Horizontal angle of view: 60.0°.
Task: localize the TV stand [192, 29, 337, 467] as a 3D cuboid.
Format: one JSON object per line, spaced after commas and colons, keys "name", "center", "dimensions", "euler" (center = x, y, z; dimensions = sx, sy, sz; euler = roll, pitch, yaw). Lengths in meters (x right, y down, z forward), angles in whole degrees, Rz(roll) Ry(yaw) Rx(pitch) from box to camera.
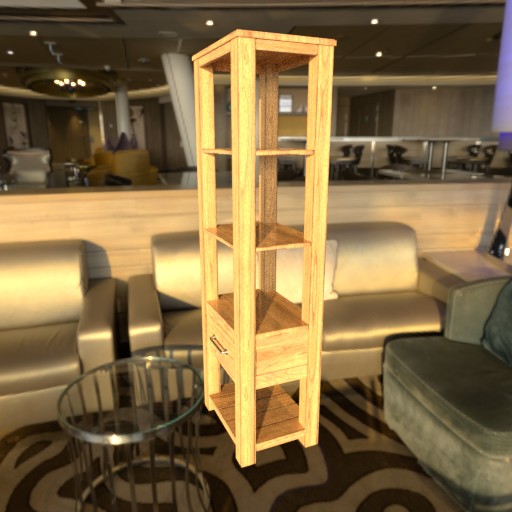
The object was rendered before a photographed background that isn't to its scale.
{"name": "TV stand", "center": [0.000, 0.000, 2.117], "dimensions": [0.435, 1.828, 0.565], "euler": [-6, 16, -23]}
